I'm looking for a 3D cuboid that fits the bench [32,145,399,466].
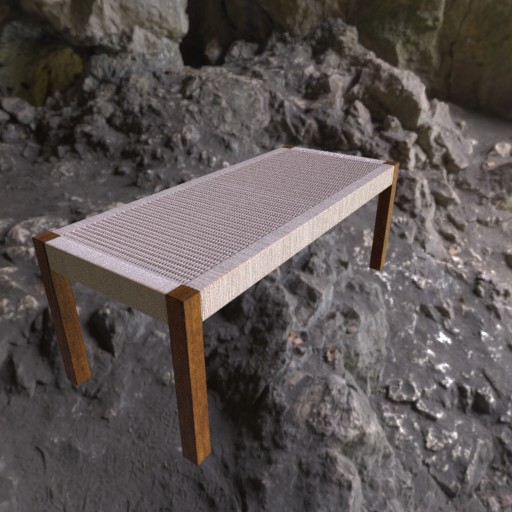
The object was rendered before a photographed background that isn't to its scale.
[{"bbox_3d":[0.000,0.000,1.499,0.507,0.457,1.198,18,32,31],"label":"bench"}]
